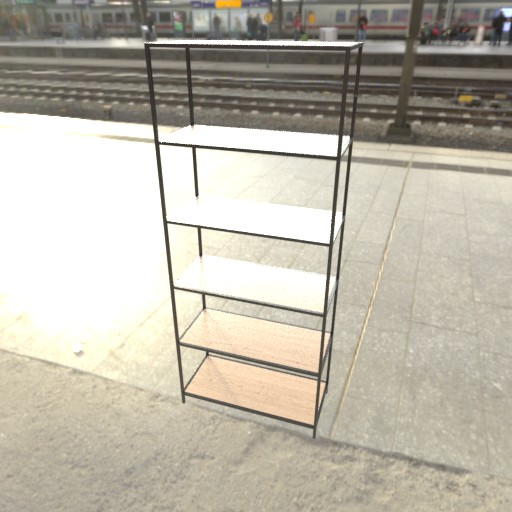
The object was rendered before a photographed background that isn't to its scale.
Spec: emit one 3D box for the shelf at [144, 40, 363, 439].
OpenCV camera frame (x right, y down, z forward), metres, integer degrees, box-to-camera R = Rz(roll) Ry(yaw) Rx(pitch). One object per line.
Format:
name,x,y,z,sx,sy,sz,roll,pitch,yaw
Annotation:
shelf,0.000,0.000,2.132,0.770,1.850,0.350,9,29,16
